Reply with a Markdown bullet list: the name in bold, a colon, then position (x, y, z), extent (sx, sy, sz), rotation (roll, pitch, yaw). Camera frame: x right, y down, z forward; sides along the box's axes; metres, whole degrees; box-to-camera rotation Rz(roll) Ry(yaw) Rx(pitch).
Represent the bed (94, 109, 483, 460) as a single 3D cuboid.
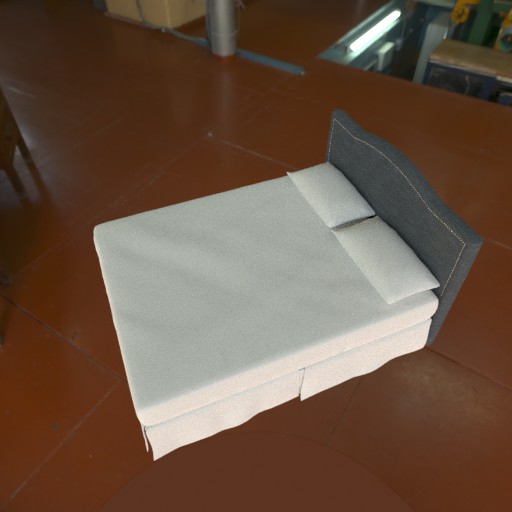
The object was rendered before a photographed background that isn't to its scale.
- **bed**: position (0.000, 0.000, 3.907), extent (2.689, 1.457, 2.161), rotation (-17, 49, -15)
